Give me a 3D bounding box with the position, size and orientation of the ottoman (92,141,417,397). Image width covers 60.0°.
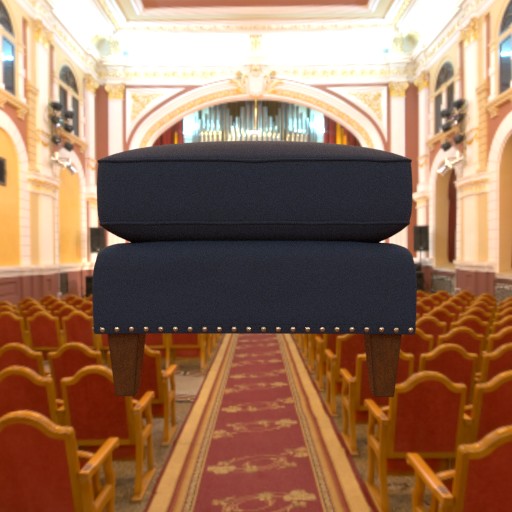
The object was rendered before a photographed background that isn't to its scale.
[{"bbox_3d":[0.000,0.000,1.148,0.584,0.513,0.741,0,0,1],"label":"ottoman"}]
